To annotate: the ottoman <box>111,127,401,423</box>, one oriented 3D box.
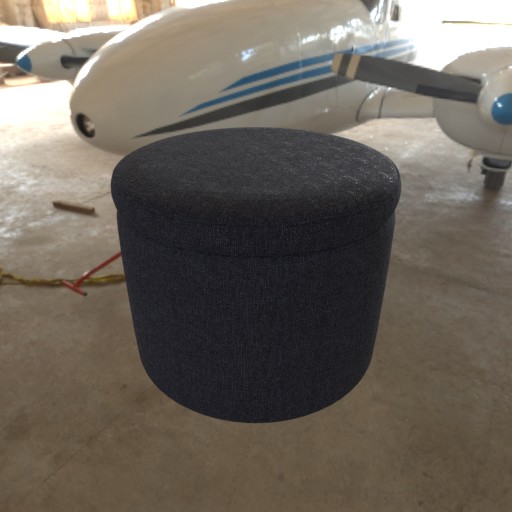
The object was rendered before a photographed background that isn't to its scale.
[{"bbox_3d":[0.000,0.000,0.907,0.520,0.430,0.520,0,30,0],"label":"ottoman"}]
